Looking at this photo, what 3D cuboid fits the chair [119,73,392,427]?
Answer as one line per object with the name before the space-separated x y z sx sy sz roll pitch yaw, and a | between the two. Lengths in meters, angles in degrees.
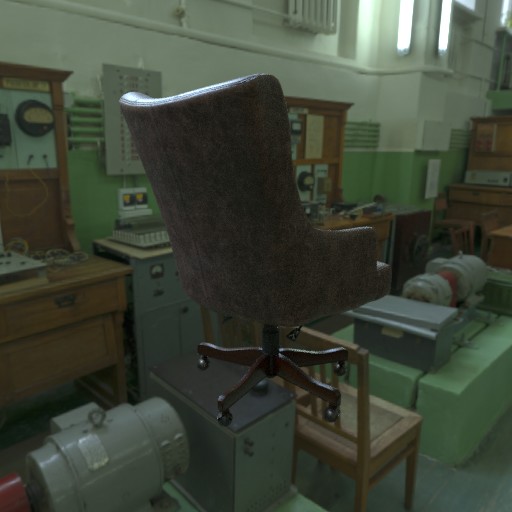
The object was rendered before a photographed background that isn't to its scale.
chair | 0.000 0.000 1.485 0.641 1.035 0.762 13 19 42
